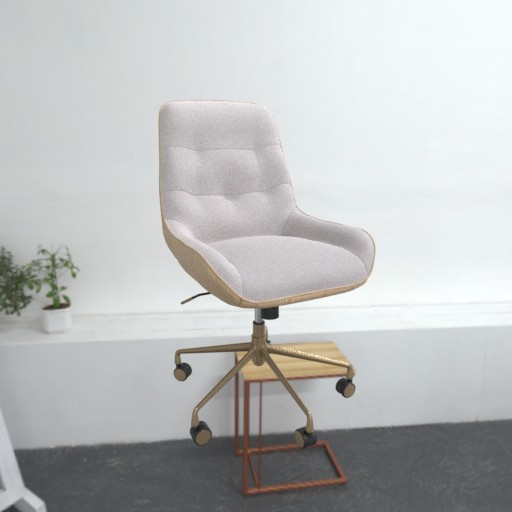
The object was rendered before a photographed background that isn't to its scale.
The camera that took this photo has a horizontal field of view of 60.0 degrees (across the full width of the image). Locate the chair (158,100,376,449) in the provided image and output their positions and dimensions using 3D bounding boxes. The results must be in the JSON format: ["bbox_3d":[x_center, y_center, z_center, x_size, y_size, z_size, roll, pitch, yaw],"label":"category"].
[{"bbox_3d":[0.000,0.000,1.379,0.564,0.952,0.668,-8,18,-26],"label":"chair"}]
